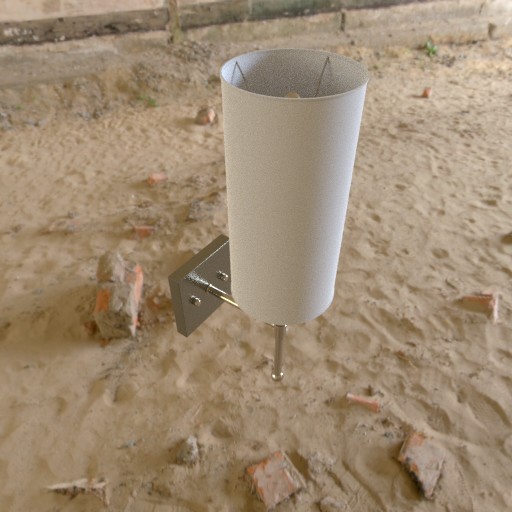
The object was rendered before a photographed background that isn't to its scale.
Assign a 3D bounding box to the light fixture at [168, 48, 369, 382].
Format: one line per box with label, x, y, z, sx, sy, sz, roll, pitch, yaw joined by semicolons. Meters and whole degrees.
light fixture;0.000;0.000;0.550;0.208;0.462;0.128;25;47;26
